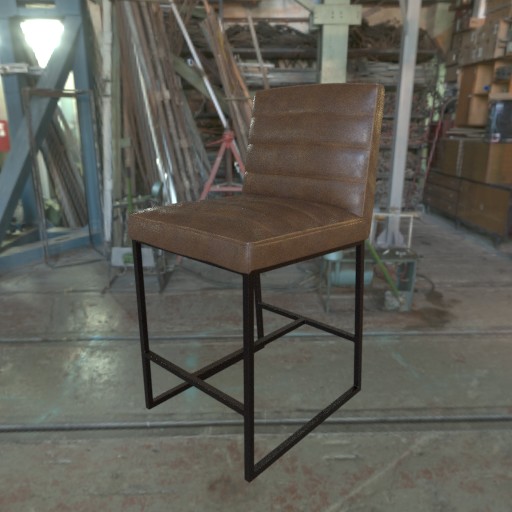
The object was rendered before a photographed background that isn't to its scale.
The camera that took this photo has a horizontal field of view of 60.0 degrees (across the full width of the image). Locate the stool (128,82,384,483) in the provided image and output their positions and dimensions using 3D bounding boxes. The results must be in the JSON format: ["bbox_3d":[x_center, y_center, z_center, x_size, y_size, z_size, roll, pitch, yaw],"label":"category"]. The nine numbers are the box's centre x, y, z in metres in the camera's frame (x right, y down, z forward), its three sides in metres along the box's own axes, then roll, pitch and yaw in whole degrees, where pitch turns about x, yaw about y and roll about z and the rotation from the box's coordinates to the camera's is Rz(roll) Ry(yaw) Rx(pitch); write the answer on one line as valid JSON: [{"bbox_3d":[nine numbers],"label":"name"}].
[{"bbox_3d":[0.000,0.000,1.260,0.463,0.942,0.562,15,22,40],"label":"stool"}]
